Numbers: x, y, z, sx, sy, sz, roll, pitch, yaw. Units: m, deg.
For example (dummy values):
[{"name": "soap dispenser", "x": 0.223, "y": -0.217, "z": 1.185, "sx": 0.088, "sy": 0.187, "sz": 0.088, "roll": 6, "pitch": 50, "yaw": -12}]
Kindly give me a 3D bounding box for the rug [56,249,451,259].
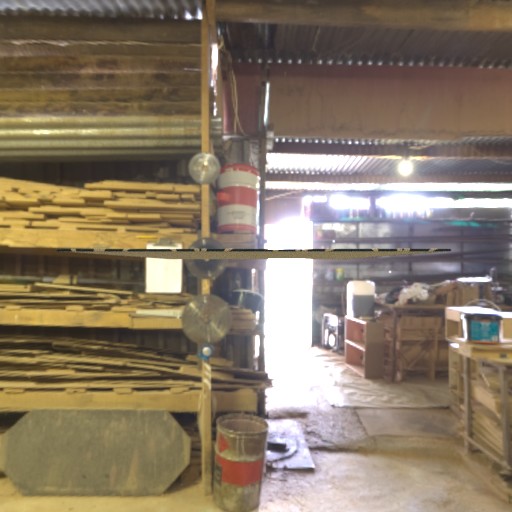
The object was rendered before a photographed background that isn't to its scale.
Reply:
[{"name": "rug", "x": 0.000, "y": 0.000, "z": 2.765, "sx": 1.524, "sy": 0.010, "sz": 2.134, "roll": 0, "pitch": -1, "yaw": 1}]
